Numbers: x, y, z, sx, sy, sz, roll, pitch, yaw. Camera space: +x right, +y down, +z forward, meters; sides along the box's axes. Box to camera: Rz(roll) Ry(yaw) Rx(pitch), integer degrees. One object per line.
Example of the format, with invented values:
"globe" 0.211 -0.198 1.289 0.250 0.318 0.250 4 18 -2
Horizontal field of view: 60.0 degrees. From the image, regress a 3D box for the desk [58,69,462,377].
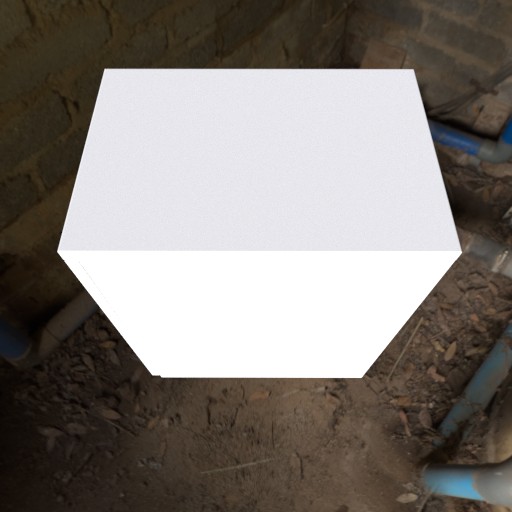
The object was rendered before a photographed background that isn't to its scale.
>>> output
"desk" 0.000 0.000 1.060 0.600 0.730 0.404 0 60 0
